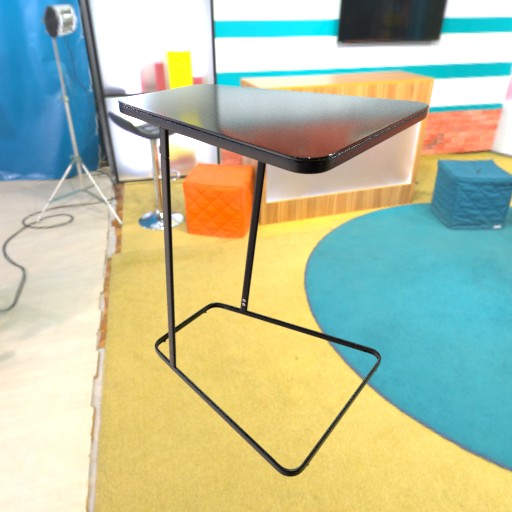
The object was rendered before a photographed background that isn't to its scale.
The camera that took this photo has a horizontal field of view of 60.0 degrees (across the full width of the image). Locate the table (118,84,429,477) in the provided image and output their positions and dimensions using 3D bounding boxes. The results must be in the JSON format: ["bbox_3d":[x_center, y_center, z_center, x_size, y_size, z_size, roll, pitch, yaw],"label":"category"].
[{"bbox_3d":[0.000,0.000,0.951,0.500,0.624,0.427,21,36,31],"label":"table"}]
